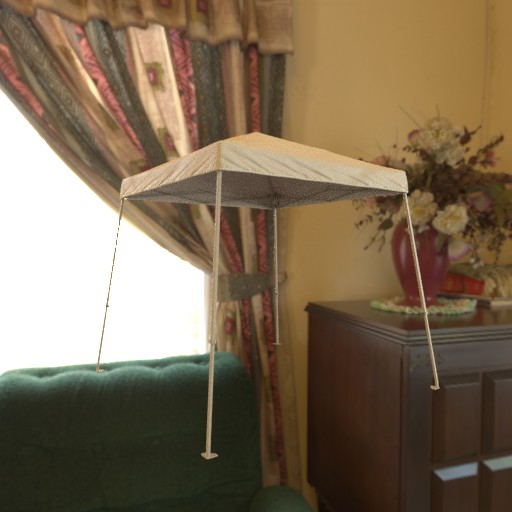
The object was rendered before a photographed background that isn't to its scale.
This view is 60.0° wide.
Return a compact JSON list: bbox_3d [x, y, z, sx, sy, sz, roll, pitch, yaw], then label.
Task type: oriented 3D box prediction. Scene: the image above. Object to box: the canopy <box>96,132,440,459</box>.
[{"bbox_3d":[0.000,0.000,6.466,3.600,3.600,3.599,0,1,-35],"label":"canopy"}]
